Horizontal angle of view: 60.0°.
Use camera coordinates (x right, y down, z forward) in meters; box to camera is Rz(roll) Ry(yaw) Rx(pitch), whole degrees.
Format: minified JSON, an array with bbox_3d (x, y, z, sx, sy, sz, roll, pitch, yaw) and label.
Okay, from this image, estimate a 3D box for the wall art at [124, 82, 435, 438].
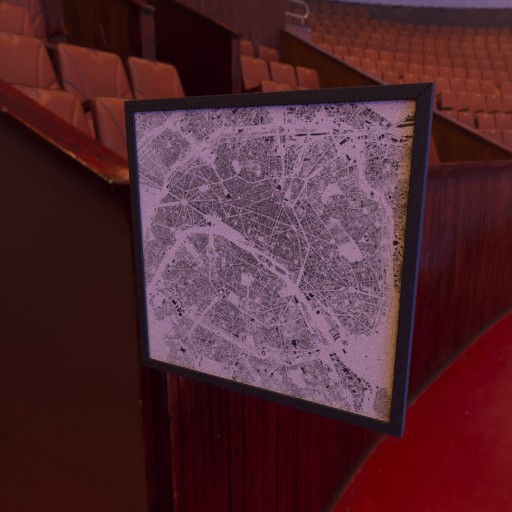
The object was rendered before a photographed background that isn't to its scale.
[{"bbox_3d":[0.000,0.000,1.103,0.763,0.763,0.037,7,15,26],"label":"wall art"}]
